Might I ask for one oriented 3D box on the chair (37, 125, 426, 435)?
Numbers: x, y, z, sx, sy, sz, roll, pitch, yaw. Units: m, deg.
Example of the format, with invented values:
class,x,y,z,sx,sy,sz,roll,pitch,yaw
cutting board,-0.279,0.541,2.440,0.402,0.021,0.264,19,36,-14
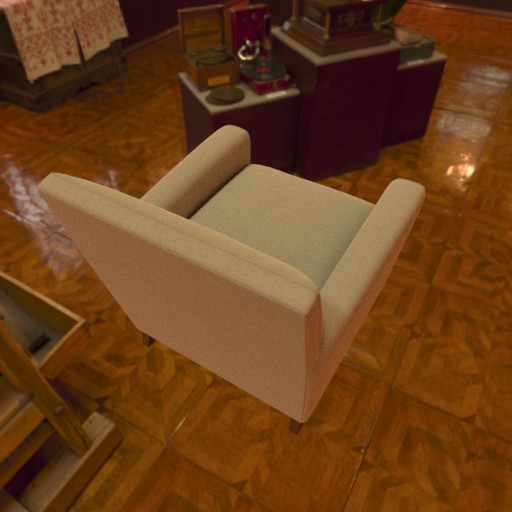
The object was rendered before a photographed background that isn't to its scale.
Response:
class,x,y,z,sx,sy,sz,roll,pitch,yaw
chair,0.000,0.000,1.515,0.840,0.846,0.871,24,49,22
